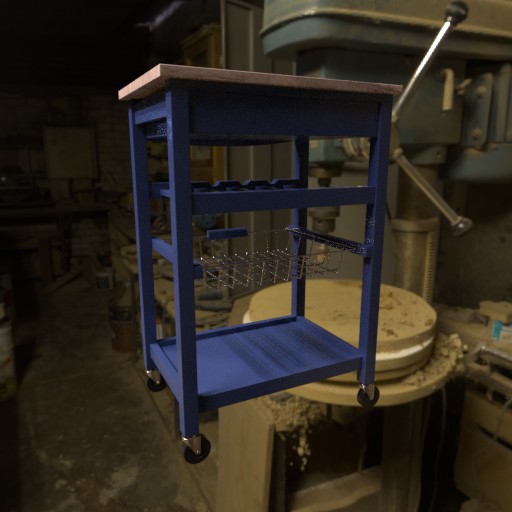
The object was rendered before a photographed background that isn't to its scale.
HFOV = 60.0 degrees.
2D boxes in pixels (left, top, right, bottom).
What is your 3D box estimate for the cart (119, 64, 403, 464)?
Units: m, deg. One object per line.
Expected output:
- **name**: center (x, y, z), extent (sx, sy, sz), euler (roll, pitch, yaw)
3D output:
- **cart**: center (0.000, 0.000, 1.178), extent (0.584, 0.839, 0.403), euler (-6, 15, -26)
